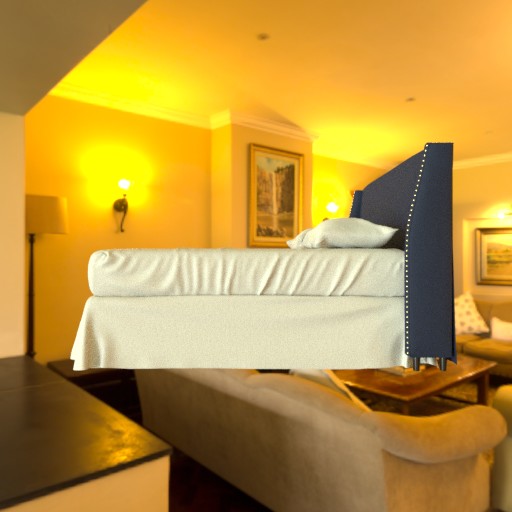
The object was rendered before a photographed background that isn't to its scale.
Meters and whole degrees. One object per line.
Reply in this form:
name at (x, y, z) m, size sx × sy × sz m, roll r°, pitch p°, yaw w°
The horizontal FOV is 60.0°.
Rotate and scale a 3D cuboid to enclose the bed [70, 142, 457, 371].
bed at (0.000, 0.000, 3.453) m, size 2.276 × 1.332 × 1.925 m, roll 0°, pitch 0°, yaw 0°
